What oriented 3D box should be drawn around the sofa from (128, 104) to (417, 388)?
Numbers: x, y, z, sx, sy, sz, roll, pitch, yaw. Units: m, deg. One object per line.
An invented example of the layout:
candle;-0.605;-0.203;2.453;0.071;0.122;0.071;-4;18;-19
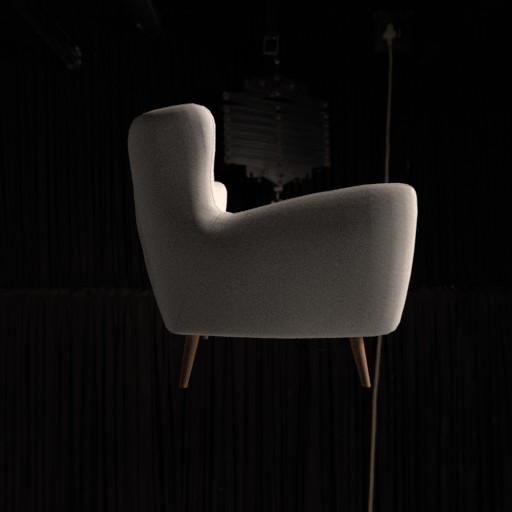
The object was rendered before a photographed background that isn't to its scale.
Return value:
sofa;0.000;0.000;1.946;0.921;0.878;1.424;0;-1;-2
